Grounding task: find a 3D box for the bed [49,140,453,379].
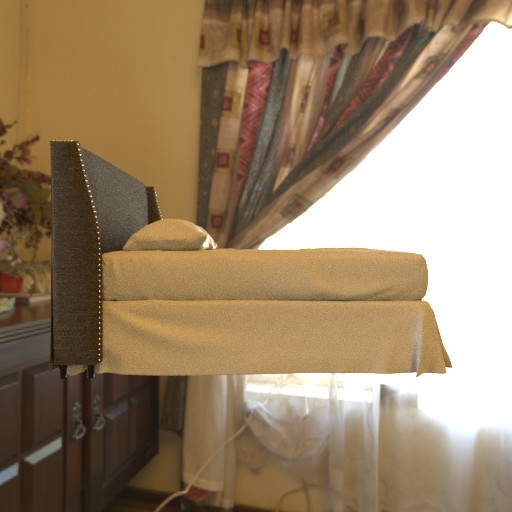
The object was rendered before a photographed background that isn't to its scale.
[{"bbox_3d":[0.000,0.000,3.358,2.276,1.332,1.925,0,1,0],"label":"bed"}]
